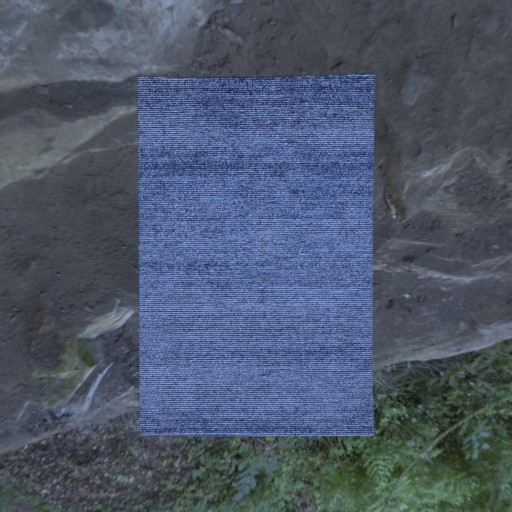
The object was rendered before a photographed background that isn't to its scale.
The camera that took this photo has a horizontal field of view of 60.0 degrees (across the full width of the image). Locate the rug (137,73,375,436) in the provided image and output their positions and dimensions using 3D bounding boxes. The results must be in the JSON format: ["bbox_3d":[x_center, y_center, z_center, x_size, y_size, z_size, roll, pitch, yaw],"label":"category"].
[{"bbox_3d":[0.000,0.000,2.127,1.135,0.010,1.740,0,91,1],"label":"rug"}]
